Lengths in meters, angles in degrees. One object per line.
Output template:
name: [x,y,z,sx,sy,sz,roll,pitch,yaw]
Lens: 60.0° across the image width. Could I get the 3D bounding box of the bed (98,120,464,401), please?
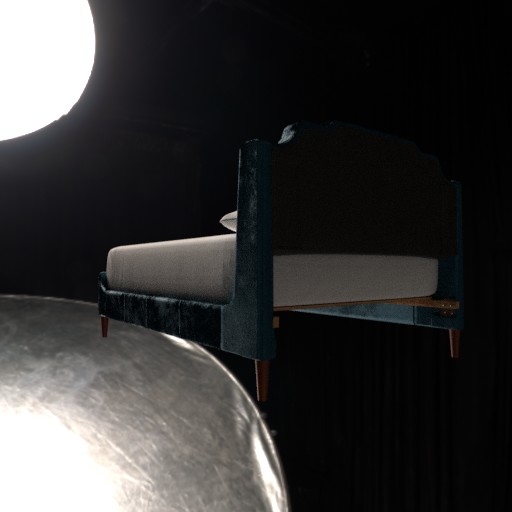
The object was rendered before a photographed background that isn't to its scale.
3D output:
bed: [0.000,0.000,3.333,1.678,1.338,2.322,1,-2,-36]
